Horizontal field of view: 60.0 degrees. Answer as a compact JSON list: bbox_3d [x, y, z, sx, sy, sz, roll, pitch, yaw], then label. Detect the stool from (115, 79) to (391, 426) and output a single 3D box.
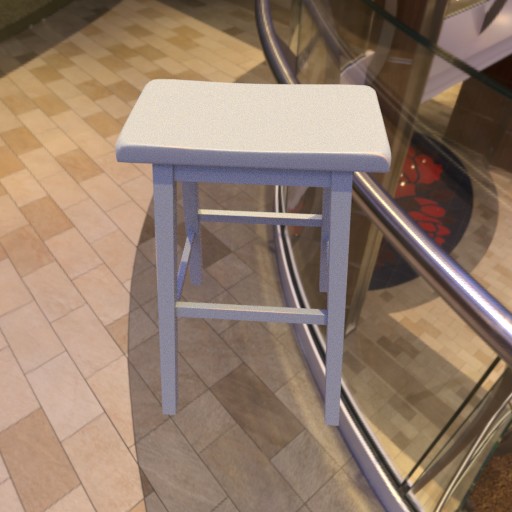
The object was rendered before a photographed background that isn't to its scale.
[{"bbox_3d":[0.000,0.000,1.049,0.457,0.737,0.476,3,46,3],"label":"stool"}]
